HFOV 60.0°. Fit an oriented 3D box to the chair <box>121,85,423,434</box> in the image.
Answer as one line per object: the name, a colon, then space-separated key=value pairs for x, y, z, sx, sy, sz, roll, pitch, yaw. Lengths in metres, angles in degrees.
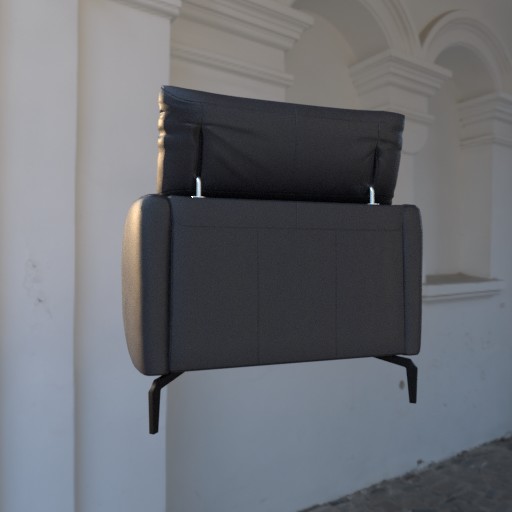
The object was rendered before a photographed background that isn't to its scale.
chair: x=0.000 y=0.000 z=1.680 sx=0.976 sy=0.949 sz=0.809 roll=0 pitch=0 yaw=-17
